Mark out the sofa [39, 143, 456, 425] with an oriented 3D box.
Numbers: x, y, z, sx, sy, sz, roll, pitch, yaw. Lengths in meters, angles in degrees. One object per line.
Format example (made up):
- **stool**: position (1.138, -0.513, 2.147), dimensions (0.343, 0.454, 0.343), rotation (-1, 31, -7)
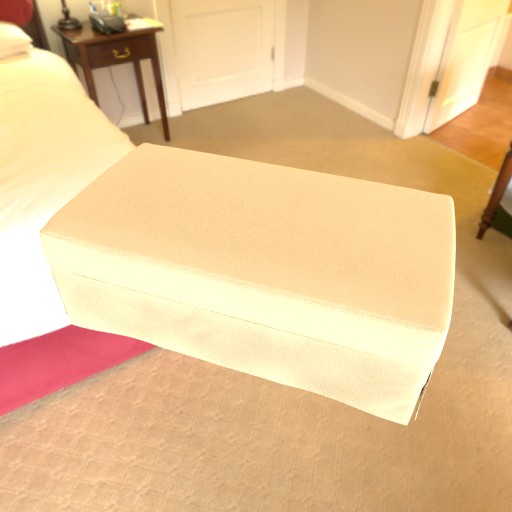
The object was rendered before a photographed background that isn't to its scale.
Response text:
- **sofa**: position (0.000, 0.000, 2.089), dimensions (1.677, 0.552, 0.939), rotation (13, 42, 15)
